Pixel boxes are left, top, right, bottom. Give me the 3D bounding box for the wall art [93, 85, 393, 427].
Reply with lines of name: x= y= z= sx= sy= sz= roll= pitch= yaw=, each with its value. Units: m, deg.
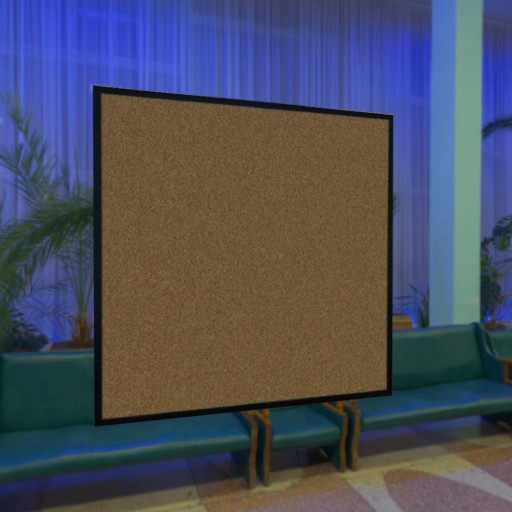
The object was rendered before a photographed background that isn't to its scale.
wall art: x=0.000 y=0.000 z=0.508 sx=0.349 sy=0.349 sz=0.014 roll=0 pitch=1 yaw=-16
